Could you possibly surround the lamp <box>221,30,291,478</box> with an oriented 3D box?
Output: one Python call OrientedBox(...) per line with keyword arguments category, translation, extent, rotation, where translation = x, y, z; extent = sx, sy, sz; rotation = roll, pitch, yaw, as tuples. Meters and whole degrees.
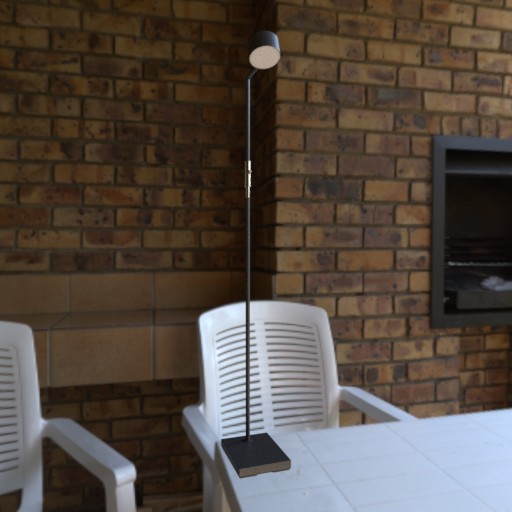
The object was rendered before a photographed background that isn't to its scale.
OrientedBox(category="lamp", translation=(0.000, 0.000, 1.710), extent=(0.203, 1.600, 0.304), rotation=(0, 1, -19))
